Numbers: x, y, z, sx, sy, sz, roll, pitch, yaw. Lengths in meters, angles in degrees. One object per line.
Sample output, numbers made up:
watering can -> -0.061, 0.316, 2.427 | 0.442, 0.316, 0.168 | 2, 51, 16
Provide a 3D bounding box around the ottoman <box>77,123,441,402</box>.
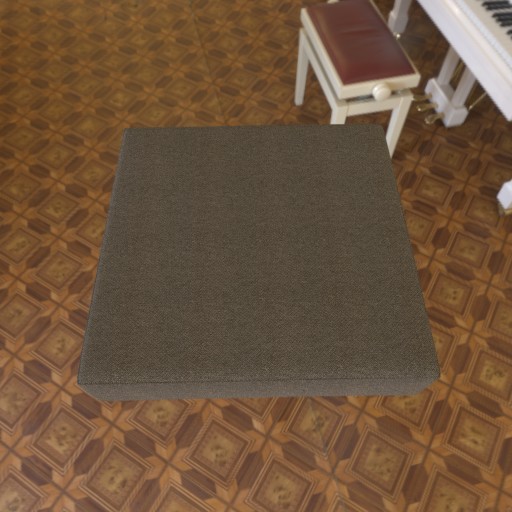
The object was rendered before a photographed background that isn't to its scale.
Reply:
ottoman -> 0.000, 0.000, 1.545 | 0.981, 0.378, 0.970 | -1, 59, -1
